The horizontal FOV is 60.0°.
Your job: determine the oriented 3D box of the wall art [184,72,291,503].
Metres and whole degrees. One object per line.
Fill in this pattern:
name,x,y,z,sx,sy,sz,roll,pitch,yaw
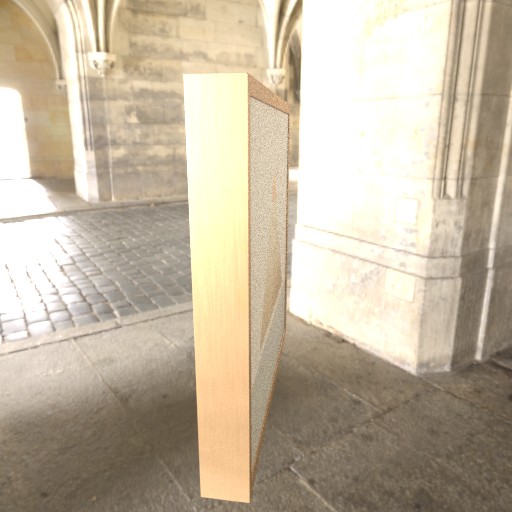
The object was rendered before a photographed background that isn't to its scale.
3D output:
wall art,0.000,0.000,0.443,0.038,0.303,0.305,2,16,9
